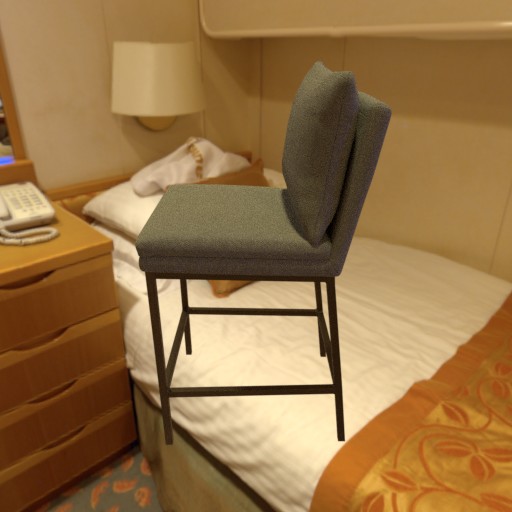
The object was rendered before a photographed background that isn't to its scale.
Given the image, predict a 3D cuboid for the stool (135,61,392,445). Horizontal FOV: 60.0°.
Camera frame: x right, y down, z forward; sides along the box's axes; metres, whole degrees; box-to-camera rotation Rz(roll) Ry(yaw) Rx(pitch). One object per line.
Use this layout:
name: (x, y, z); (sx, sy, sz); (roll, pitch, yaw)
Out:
stool: (0.000, 0.000, 1.295); (0.569, 1.031, 0.463); (0, 25, 0)
